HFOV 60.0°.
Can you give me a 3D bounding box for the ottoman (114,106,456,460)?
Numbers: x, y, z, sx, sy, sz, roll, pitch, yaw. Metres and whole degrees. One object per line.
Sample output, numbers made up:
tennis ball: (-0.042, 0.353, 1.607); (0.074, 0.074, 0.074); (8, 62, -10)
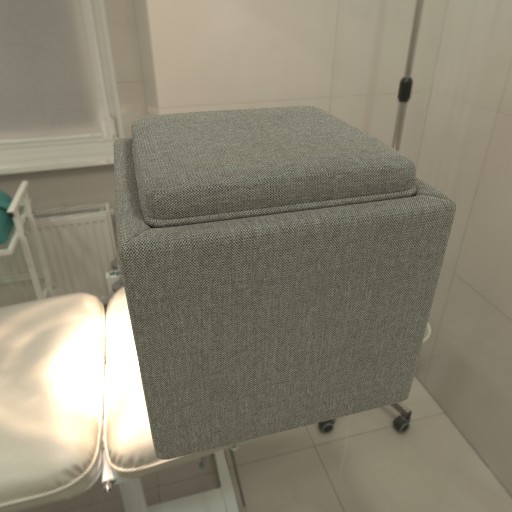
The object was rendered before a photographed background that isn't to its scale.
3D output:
ottoman: (0.000, 0.000, 0.813); (0.450, 0.460, 0.450); (-8, 32, -14)
